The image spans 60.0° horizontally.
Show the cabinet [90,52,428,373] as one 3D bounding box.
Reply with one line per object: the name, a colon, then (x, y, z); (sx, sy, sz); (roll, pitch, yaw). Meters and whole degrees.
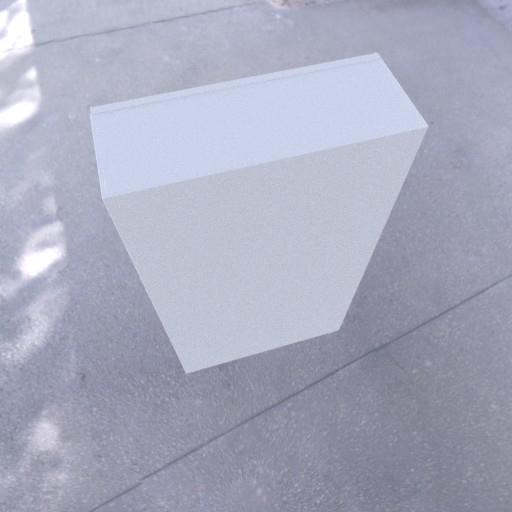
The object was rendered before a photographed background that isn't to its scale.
cabinet: (0.000, 0.000, 2.664); (1.250, 2.160, 0.480); (-14, 60, -8)
